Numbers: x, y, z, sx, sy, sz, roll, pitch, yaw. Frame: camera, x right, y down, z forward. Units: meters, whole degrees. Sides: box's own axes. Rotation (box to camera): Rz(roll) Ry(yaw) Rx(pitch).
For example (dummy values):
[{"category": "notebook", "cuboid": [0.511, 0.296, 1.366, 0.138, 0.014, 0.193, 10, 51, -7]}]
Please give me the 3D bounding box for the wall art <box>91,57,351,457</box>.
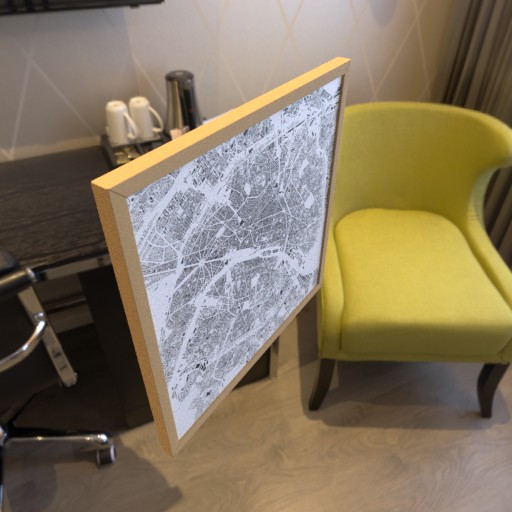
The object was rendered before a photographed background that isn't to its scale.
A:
[{"category": "wall art", "cuboid": [0.000, 0.000, 1.100, 0.037, 0.761, 0.761, 24, 45, 27]}]
